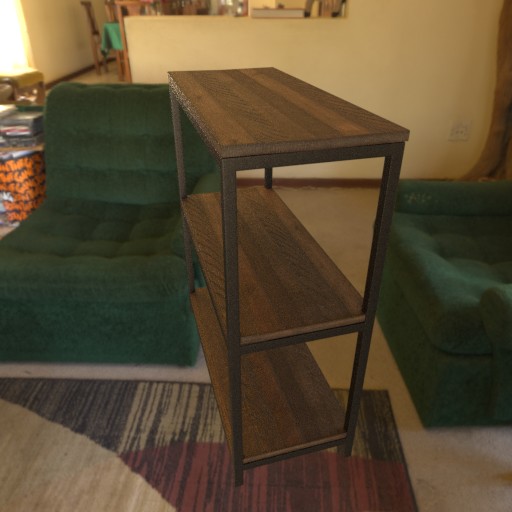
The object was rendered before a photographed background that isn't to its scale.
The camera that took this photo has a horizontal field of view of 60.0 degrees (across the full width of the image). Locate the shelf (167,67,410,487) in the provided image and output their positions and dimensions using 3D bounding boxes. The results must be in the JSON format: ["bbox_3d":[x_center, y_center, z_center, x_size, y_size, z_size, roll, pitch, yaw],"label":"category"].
[{"bbox_3d":[0.000,0.000,1.349,0.352,0.947,0.822,-8,32,-14],"label":"shelf"}]
